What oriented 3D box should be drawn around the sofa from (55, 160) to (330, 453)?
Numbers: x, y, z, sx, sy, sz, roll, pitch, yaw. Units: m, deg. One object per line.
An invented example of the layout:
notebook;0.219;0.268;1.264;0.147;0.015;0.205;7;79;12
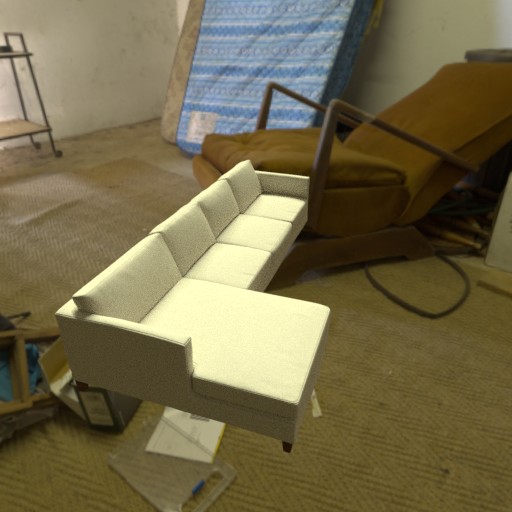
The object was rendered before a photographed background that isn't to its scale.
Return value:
sofa;0.000;0.000;4.007;1.625;0.846;3.186;10;30;17
